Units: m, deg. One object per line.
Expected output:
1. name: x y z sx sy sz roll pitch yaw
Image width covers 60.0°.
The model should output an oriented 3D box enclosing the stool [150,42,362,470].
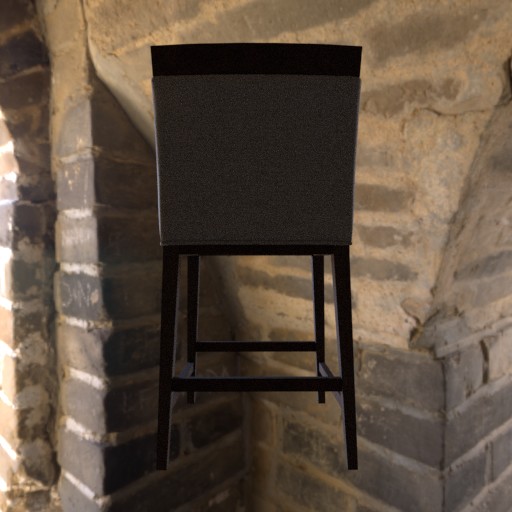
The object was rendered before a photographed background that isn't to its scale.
1. stool: 0.000 0.000 1.288 0.512 1.009 0.531 0 0 0
